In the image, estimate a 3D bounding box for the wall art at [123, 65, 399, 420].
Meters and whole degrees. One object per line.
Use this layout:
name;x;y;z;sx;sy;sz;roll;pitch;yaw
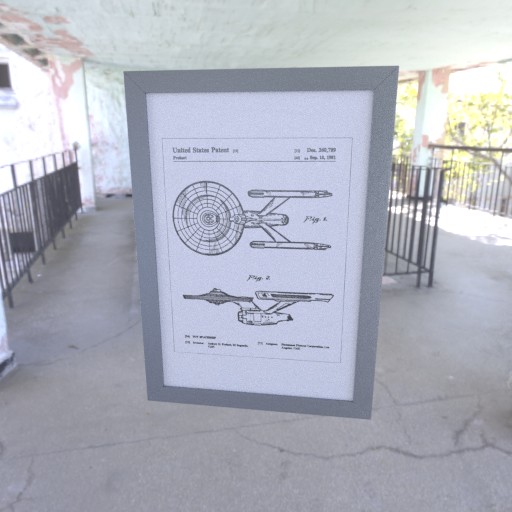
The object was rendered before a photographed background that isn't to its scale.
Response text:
wall art;0.000;0.000;0.675;0.376;0.529;0.013;2;16;8
